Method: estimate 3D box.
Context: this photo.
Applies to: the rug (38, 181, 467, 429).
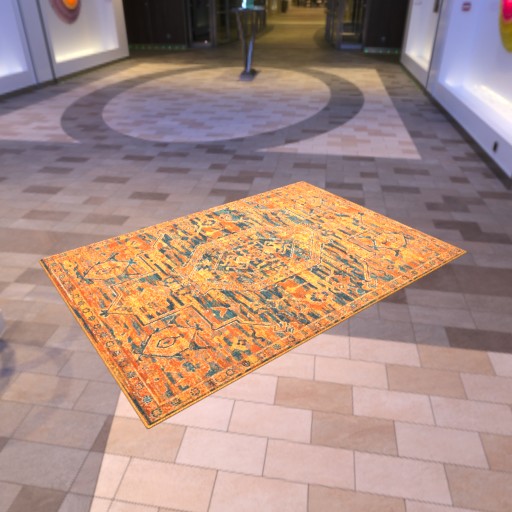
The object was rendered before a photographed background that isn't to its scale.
[{"bbox_3d":[0.000,0.000,3.674,2.916,0.019,2.043,-21,37,-31],"label":"rug"}]
